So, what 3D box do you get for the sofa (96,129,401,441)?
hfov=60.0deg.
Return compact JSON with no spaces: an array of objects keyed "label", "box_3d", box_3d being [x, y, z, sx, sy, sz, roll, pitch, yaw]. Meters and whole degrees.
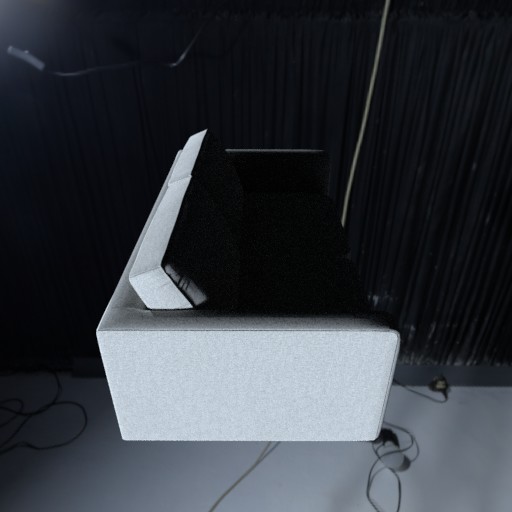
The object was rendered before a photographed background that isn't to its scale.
[{"label":"sofa","box_3d":[0.000,0.000,2.249,1.000,0.900,1.731,0,32,0]}]
